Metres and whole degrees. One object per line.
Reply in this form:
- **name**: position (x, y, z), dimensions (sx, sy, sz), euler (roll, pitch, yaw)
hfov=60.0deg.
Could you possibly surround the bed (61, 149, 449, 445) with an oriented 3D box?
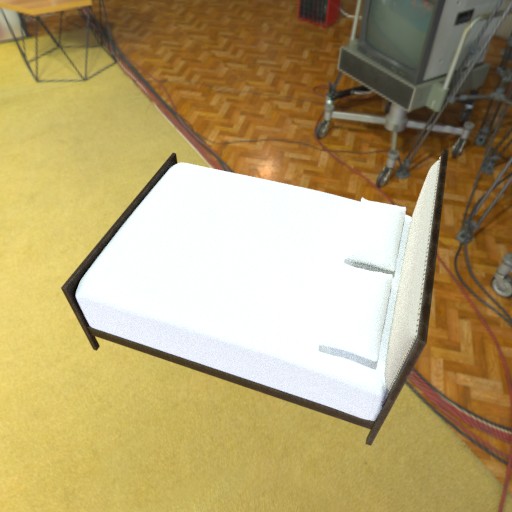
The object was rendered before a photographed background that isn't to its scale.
- **bed**: position (0.000, 0.000, 3.256), dimensions (2.221, 1.313, 1.607), euler (15, 50, 13)
